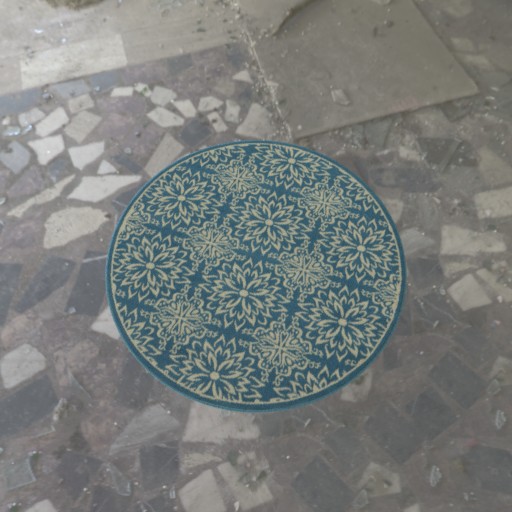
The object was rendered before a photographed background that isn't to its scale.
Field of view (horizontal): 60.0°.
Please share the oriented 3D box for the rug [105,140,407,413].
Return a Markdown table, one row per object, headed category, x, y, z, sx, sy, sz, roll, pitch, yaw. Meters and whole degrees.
| category | x | y | z | sx | sy | sz | roll | pitch | yaw |
| --- | --- | --- | --- | --- | --- | --- | --- | --- | --- |
| rug | 0.000 | 0.000 | 2.371 | 1.593 | 0.012 | 1.593 | 0 | 63 | 0 |
